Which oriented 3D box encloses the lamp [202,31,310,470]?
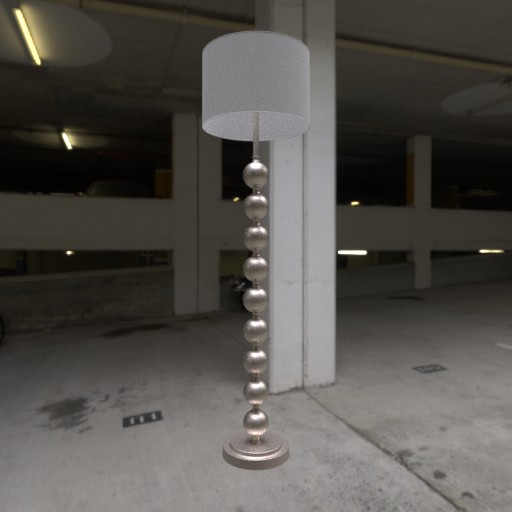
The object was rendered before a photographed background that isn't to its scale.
[{"bbox_3d":[0.000,0.000,1.640,0.394,1.474,0.394,0,1,-18],"label":"lamp"}]
